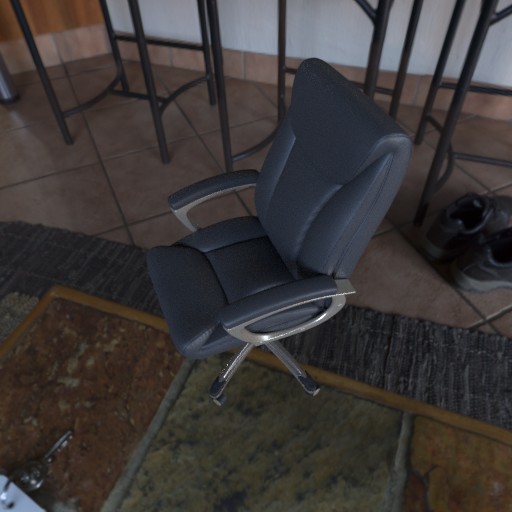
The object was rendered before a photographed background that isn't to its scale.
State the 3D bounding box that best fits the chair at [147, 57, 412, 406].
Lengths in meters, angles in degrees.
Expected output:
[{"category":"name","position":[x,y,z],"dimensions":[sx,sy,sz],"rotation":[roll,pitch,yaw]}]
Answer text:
[{"category":"chair","position":[0.000,0.000,1.612],"dimensions":[0.748,1.188,0.694],"rotation":[-18,51,-15]}]
